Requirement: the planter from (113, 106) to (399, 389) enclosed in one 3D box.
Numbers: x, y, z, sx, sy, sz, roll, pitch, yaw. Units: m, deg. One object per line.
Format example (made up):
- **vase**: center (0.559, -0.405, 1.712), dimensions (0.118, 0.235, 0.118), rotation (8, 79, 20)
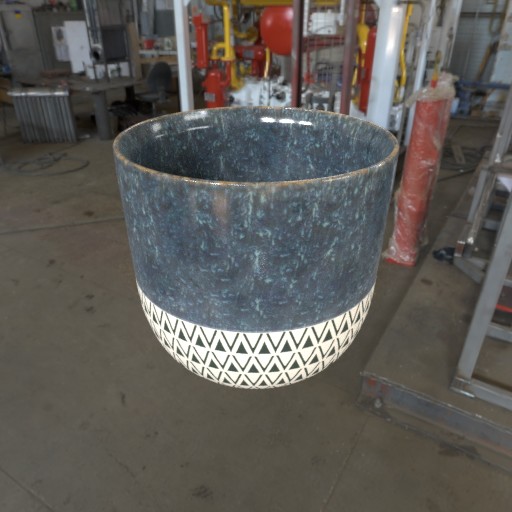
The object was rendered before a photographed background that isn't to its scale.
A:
- **planter**: center (0.000, 0.000, 0.493), dimensions (0.266, 0.270, 0.266), rotation (0, 30, 0)
